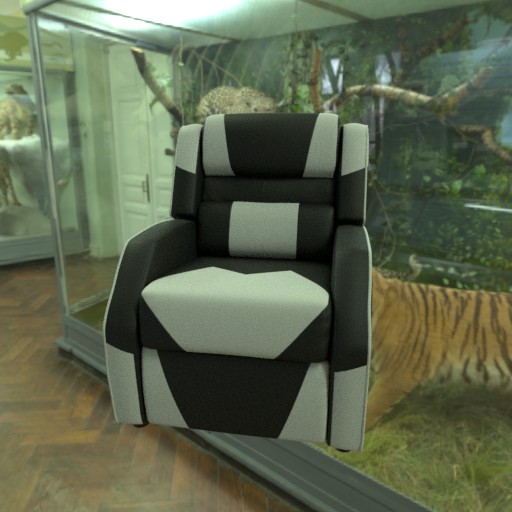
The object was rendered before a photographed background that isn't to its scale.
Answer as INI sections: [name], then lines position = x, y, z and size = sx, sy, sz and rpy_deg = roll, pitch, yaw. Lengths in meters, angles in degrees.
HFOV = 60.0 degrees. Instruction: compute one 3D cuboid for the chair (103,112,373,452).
[chair]
position = 0.000, 0.000, 1.259
size = 0.620, 0.805, 0.672
rpy_deg = 3, 15, 10
